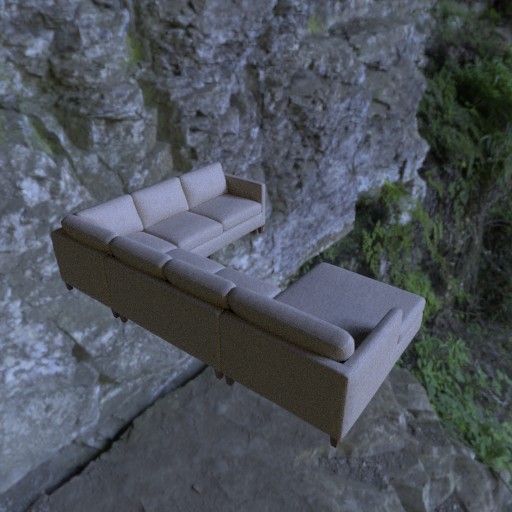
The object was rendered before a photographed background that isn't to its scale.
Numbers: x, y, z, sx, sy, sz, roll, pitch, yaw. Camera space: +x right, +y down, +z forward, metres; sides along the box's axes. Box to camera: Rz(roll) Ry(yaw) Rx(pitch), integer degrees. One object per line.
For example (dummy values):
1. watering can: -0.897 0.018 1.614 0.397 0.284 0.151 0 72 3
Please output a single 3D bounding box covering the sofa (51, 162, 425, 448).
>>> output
1. sofa: 0.000 0.000 4.598 3.403 0.889 2.551 20 35 32
